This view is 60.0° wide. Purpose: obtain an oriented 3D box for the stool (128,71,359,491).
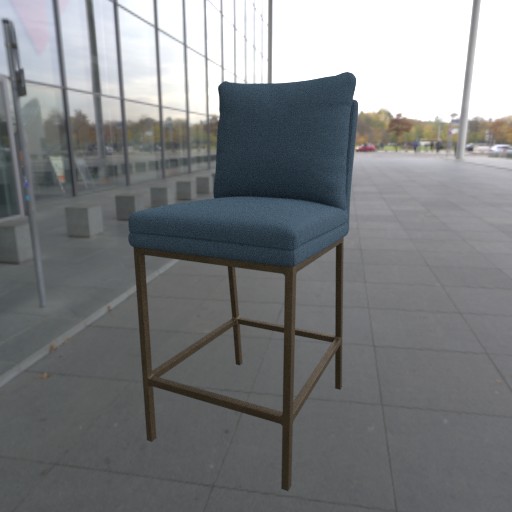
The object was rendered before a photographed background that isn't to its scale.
[{"bbox_3d":[0.000,0.000,1.301,0.463,1.032,0.568,7,16,25],"label":"stool"}]
